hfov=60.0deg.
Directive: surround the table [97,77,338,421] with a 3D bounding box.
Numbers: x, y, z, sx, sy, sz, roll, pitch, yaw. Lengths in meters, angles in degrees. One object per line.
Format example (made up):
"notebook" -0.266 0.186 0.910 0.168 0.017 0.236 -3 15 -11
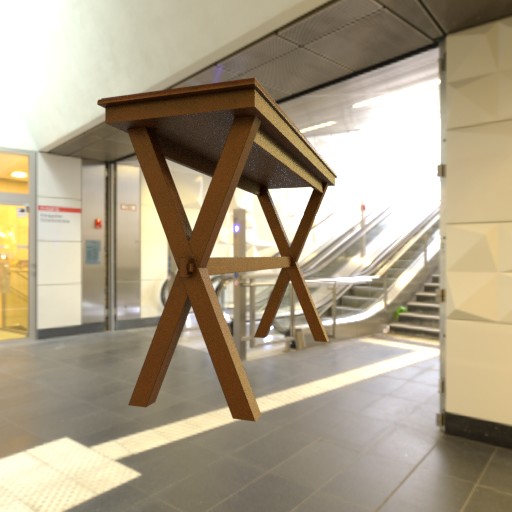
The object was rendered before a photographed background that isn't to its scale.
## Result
"table" 0.000 0.000 1.567 0.399 0.763 1.197 0 0 19
